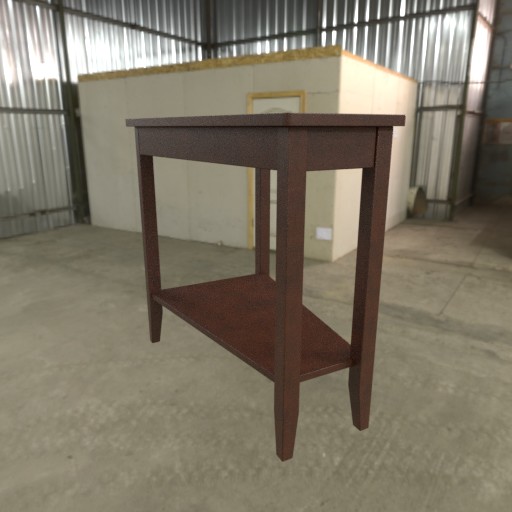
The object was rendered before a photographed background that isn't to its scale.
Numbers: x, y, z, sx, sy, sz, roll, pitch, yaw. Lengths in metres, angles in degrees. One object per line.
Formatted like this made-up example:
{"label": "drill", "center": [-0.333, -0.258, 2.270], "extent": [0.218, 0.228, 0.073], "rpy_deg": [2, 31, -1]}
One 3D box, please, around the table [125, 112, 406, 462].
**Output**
{"label": "table", "center": [0.000, 0.000, 0.988], "extent": [0.399, 0.589, 0.605], "rpy_deg": [-8, 18, -27]}
